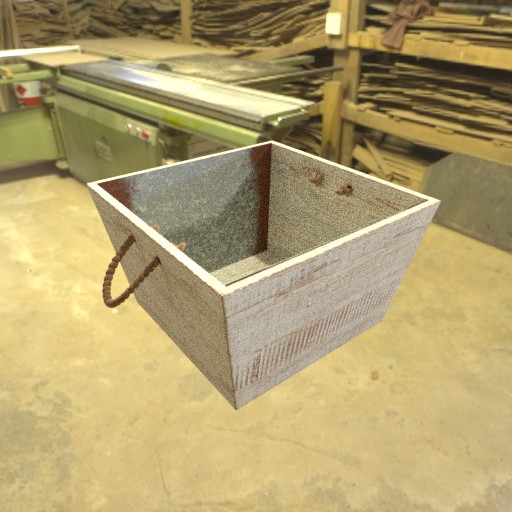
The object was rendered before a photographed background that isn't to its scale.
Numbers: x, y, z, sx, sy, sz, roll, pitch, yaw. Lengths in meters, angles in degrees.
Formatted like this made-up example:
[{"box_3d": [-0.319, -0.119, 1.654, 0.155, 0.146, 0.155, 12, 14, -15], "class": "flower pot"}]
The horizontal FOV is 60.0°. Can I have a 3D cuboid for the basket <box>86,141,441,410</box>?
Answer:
[{"box_3d": [0.000, 0.000, 0.787, 0.545, 0.247, 0.413, -22, 37, -32], "class": "basket"}]
